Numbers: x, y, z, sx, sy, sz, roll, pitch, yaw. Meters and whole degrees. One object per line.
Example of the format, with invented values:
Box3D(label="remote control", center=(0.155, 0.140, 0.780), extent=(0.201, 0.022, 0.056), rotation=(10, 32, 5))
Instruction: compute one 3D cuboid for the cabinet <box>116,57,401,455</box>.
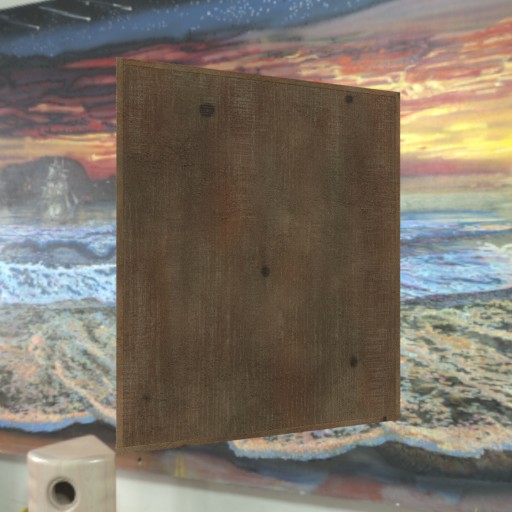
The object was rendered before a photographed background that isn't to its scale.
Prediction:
Box3D(label="cabinet", center=(0.000, 0.000, 0.815), extent=(0.489, 0.590, 0.184), rotation=(0, 0, -17))
